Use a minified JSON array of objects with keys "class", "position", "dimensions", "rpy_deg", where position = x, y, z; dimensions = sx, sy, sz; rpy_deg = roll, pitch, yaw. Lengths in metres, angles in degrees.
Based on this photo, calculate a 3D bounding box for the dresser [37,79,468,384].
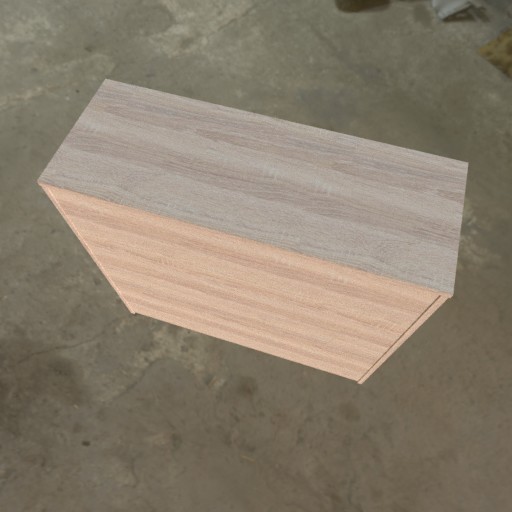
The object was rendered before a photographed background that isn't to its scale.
[{"class":"dresser","position":[0.000,0.000,1.473],"dimensions":[0.980,0.900,0.380],"rpy_deg":[16,63,8]}]
